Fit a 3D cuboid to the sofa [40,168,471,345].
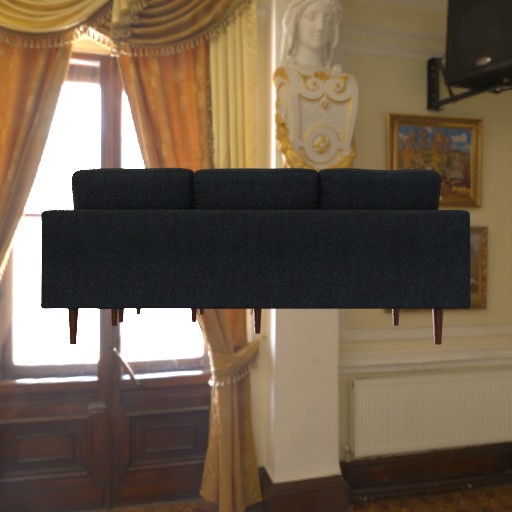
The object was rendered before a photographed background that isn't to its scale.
[{"bbox_3d":[0.000,0.000,3.023,2.233,0.956,1.504,0,-1,0],"label":"sofa"}]
